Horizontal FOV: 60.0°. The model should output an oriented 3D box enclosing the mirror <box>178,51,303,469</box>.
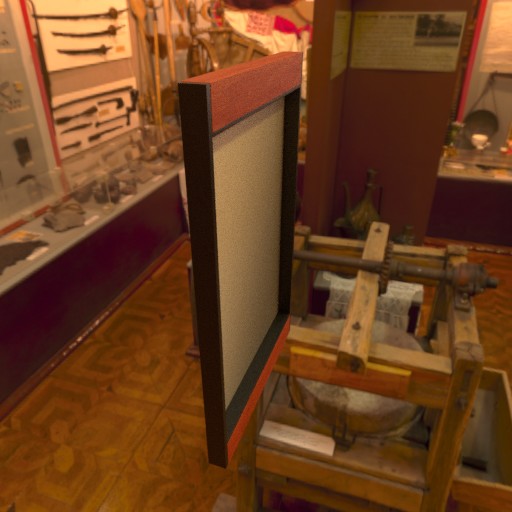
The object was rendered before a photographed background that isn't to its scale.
[{"bbox_3d":[0.000,0.000,1.026,0.047,0.823,0.525,10,31,17],"label":"mirror"}]
